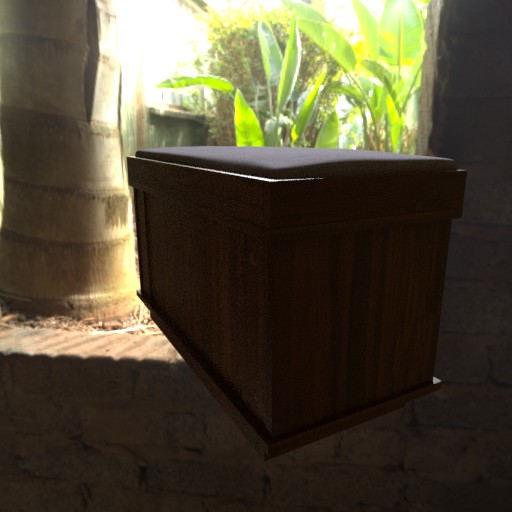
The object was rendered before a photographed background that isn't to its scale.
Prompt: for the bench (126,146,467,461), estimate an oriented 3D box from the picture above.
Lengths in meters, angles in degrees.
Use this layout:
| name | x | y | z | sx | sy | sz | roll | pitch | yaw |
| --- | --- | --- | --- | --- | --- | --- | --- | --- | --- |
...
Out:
| name | x | y | z | sx | sy | sz | roll | pitch | yaw |
| --- | --- | --- | --- | --- | --- | --- | --- | --- | --- |
| bench | 0.000 | 0.000 | 0.966 | 0.362 | 0.461 | 0.734 | -8 | 17 | -27 |
